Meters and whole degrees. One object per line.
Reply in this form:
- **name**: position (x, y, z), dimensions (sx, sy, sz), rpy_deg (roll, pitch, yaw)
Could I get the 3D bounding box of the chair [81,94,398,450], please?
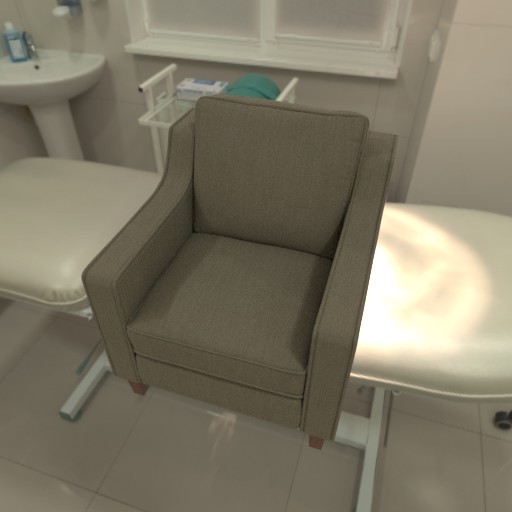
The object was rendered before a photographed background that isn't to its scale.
- **chair**: position (0.000, 0.000, 1.648), dimensions (0.831, 0.960, 0.909), rpy_deg (12, 42, 13)
